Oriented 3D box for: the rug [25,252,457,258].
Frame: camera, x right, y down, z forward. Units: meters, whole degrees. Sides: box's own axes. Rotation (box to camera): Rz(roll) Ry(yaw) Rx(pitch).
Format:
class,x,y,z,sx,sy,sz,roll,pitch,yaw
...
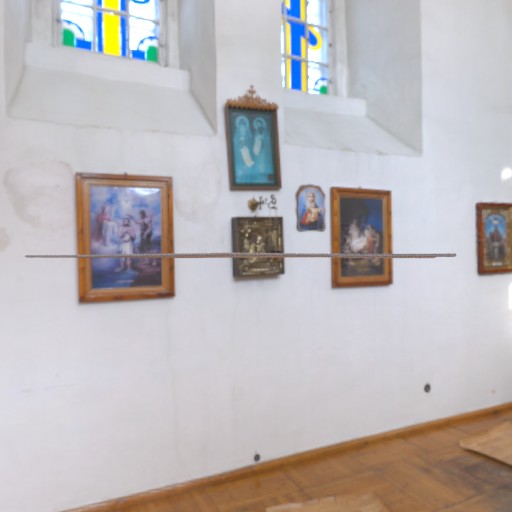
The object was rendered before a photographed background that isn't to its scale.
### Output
class,x,y,z,sx,sy,sz,roll,pitch,yaw
rug,0.000,0.000,2.957,2.307,0.030,1.604,0,0,19
